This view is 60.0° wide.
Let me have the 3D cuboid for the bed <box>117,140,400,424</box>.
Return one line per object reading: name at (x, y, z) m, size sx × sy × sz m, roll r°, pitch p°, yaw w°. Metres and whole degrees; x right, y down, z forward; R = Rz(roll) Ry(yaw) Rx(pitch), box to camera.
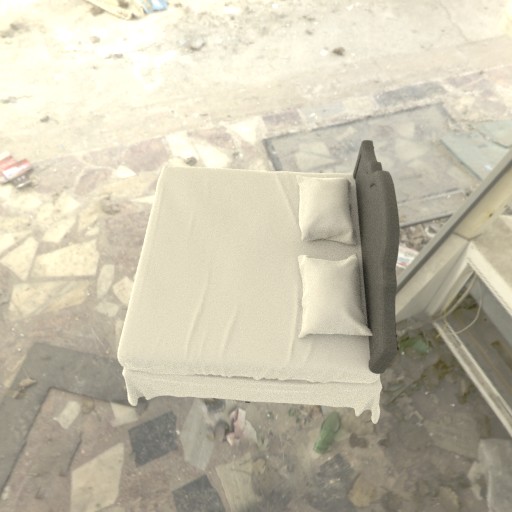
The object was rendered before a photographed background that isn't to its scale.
bed at (0.000, 0.000, 3.749) m, size 2.222 × 1.631 × 2.303 m, roll 3°, pitch 57°, yaw 2°
